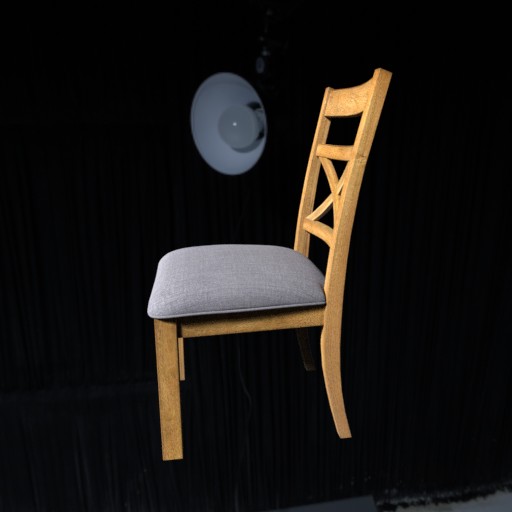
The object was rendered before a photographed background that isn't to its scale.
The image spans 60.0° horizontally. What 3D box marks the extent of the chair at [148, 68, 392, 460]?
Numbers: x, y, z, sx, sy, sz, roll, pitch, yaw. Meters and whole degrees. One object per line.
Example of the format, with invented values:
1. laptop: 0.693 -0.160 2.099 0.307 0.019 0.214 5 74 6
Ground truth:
1. chair: 0.000 0.000 1.263 0.581 0.949 0.470 -2 15 -8
